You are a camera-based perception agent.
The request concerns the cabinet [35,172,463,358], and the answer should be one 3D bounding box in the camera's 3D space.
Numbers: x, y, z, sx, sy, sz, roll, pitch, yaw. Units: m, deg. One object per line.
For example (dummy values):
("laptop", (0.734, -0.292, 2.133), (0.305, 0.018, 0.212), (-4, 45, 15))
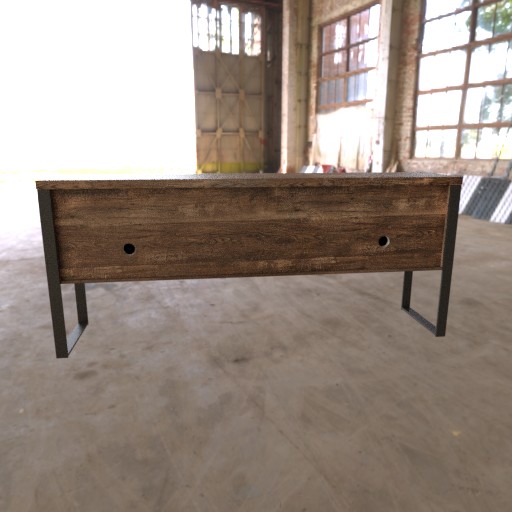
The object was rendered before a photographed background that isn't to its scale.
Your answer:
("cabinet", (0.000, 0.000, 2.131), (1.800, 0.762, 0.395), (-2, 14, -7))
